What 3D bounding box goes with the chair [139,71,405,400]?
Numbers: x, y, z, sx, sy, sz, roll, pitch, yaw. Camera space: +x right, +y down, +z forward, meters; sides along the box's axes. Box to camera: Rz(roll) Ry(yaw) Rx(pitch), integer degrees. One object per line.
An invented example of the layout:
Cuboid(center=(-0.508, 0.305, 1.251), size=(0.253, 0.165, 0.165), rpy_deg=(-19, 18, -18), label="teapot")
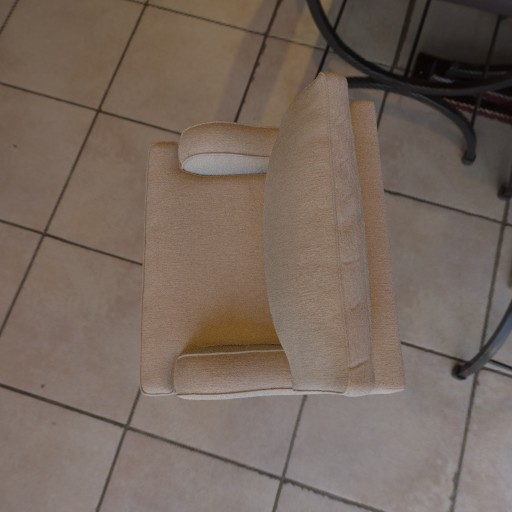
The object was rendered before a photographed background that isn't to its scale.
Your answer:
Cuboid(center=(0.000, 0.000, 2.008), size=(1.041, 1.016, 1.220), rpy_deg=(-2, 75, 0), label="chair")
